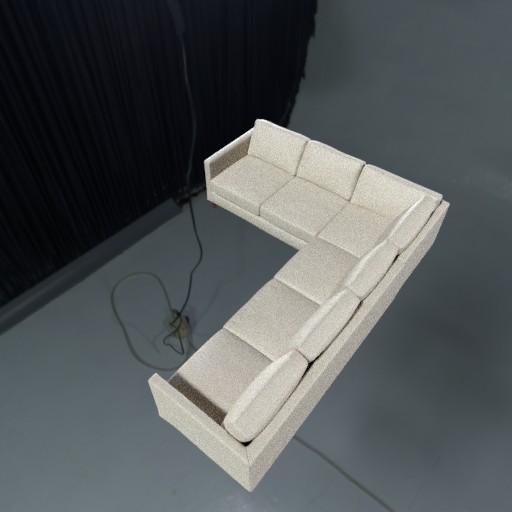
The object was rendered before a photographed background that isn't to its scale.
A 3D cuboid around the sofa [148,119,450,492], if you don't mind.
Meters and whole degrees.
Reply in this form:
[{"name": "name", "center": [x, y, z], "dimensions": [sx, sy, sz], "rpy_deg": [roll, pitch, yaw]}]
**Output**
[{"name": "sofa", "center": [0.000, 0.000, 4.233], "dimensions": [2.432, 0.863, 3.182], "rpy_deg": [30, 54, 25]}]
